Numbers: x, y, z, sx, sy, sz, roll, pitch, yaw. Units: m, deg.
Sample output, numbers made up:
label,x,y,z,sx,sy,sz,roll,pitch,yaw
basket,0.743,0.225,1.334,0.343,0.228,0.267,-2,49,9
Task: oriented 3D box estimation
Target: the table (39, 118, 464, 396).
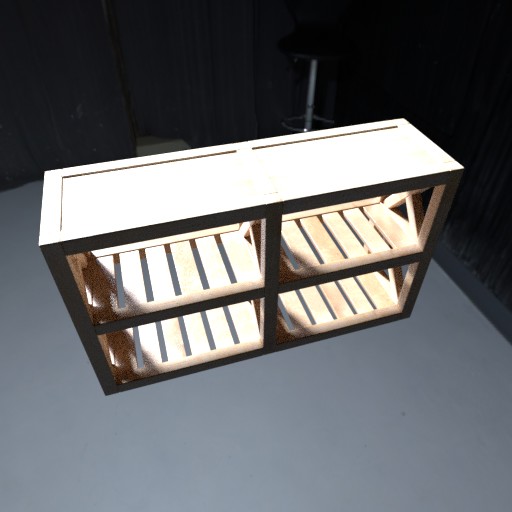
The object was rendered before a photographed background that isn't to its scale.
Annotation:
label,x,y,z,sx,sy,sz,roll,pitch,yaw
table,0.000,0.000,1.694,1.320,0.762,0.381,-12,44,-12
